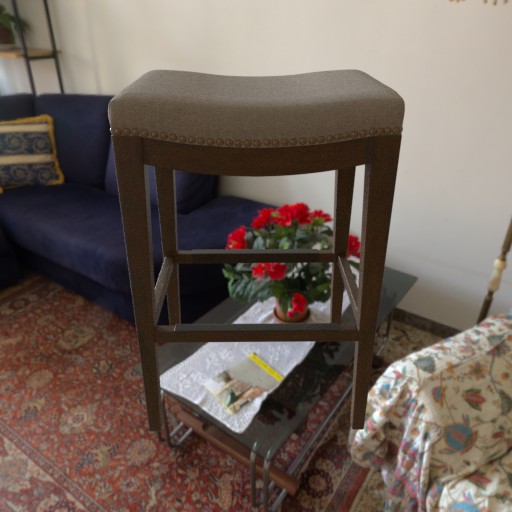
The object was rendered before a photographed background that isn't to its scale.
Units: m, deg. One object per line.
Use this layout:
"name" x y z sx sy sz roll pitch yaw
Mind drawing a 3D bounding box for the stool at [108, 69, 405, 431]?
"stool" 0.000 0.000 1.014 0.508 0.762 0.356 0 30 -1
